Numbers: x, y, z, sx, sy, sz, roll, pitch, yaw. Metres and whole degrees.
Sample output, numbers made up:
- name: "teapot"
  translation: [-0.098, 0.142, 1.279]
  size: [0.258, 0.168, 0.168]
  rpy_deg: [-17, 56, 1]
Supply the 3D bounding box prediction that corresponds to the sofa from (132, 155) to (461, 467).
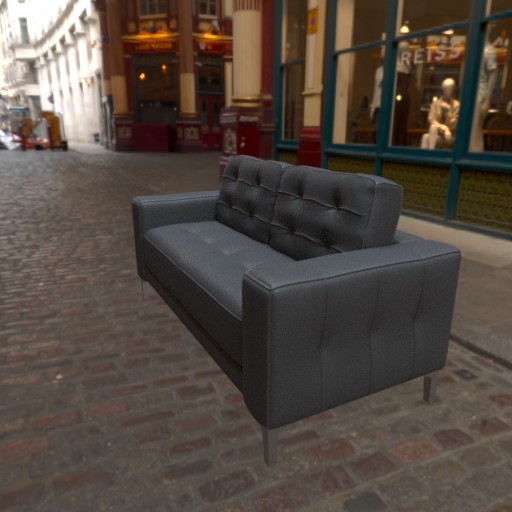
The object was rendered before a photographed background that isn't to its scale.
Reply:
- name: "sofa"
  translation: [0.000, 0.000, 2.189]
  size: [0.833, 0.893, 1.726]
  rpy_deg: [-9, 19, -26]
